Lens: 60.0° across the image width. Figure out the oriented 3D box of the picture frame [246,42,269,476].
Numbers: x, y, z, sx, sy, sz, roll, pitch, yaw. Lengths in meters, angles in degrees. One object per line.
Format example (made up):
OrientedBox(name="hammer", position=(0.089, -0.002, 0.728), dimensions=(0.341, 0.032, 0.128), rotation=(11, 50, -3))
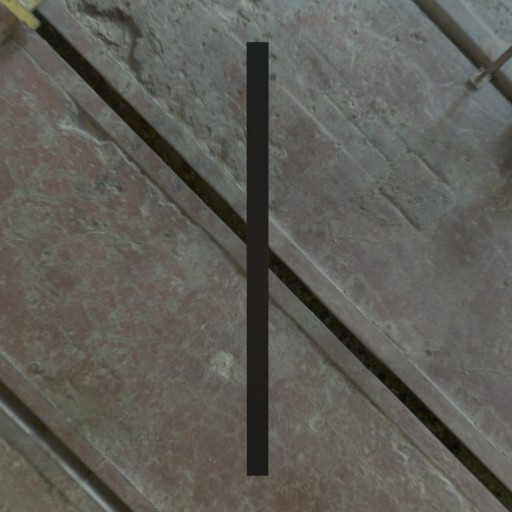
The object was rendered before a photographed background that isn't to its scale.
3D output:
OrientedBox(name="picture frame", position=(0.000, 0.000, 0.849), dimensions=(0.029, 0.557, 0.559), rotation=(0, 92, 0))
